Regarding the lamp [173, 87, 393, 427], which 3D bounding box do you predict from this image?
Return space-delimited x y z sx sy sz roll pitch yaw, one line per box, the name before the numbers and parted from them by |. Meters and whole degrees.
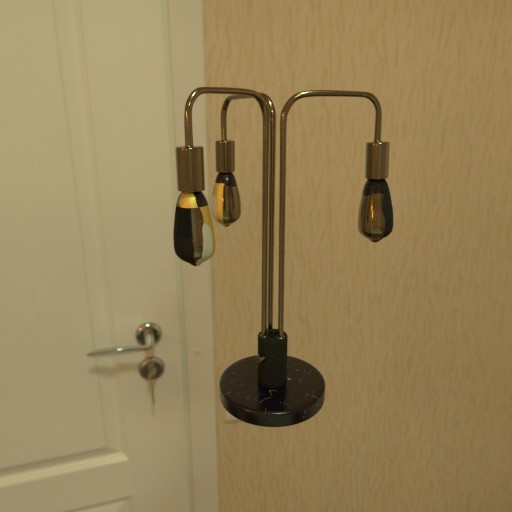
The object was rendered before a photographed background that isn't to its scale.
lamp | 0.000 0.000 0.799 0.355 0.560 0.368 16 23 41
